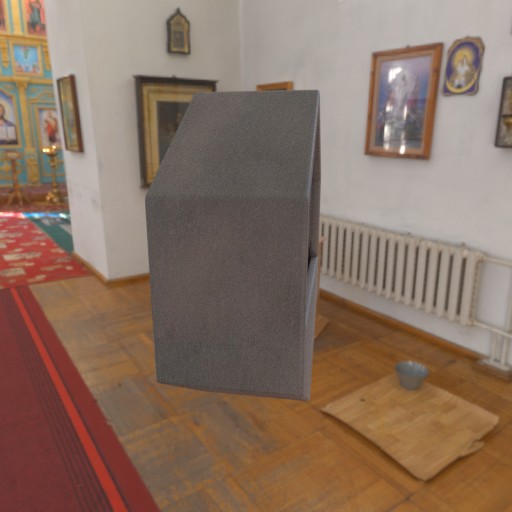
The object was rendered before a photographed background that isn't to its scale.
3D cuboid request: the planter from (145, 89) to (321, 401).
[{"bbox_3d":[0.000,0.000,0.294,0.077,0.206,0.169,2,14,10],"label":"planter"}]
